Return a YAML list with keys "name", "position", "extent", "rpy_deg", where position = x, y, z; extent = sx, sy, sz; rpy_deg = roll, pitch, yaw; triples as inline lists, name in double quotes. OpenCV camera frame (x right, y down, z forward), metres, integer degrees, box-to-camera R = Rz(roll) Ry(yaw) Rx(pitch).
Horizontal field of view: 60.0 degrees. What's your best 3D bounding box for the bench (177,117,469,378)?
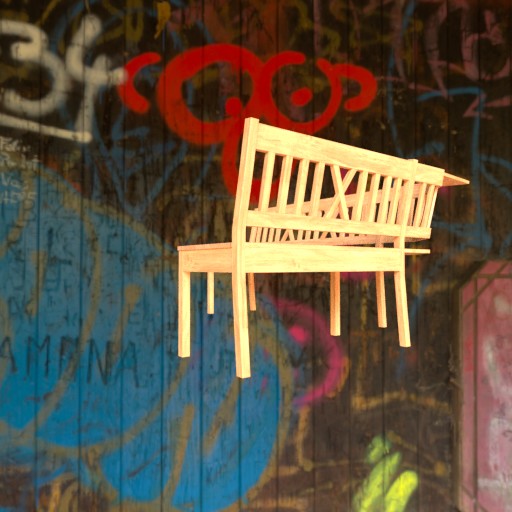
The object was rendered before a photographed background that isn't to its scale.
- name: "bench"
  position: [0.000, 0.000, 2.743]
  extent: [1.537, 0.902, 1.937]
  rpy_deg: [1, -2, -38]
